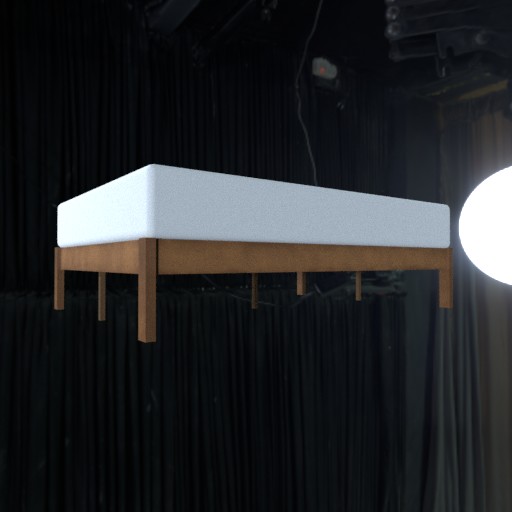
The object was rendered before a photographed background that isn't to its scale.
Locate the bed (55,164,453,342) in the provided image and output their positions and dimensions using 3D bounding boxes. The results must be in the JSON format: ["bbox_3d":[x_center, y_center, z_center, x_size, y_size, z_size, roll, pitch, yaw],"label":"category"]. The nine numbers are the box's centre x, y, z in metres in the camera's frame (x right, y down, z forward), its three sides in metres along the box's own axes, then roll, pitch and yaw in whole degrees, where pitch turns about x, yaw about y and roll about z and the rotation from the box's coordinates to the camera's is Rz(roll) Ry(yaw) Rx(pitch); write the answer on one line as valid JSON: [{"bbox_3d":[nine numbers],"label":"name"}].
[{"bbox_3d":[0.000,0.000,2.620,1.927,0.616,1.348,1,-1,-36],"label":"bed"}]
